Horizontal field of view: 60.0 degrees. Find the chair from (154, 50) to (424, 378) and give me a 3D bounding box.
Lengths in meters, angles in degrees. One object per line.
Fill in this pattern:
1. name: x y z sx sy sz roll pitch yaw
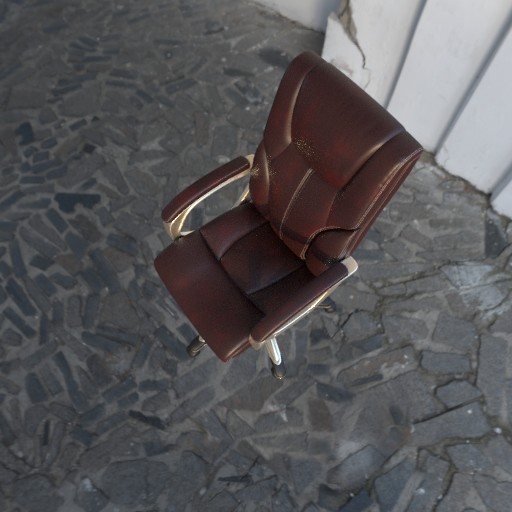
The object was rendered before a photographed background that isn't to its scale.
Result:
1. chair: 0.000 0.000 1.566 0.739 1.107 0.662 -34 69 -15
